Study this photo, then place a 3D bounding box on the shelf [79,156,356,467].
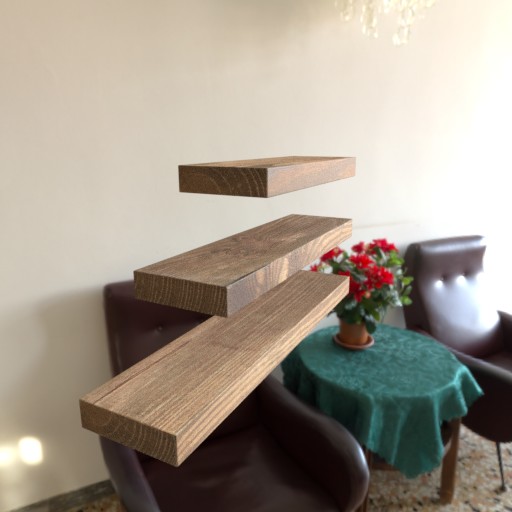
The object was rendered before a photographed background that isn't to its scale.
[{"bbox_3d":[0.000,0.000,0.712,0.140,0.293,0.610,8,17,27],"label":"shelf"}]
